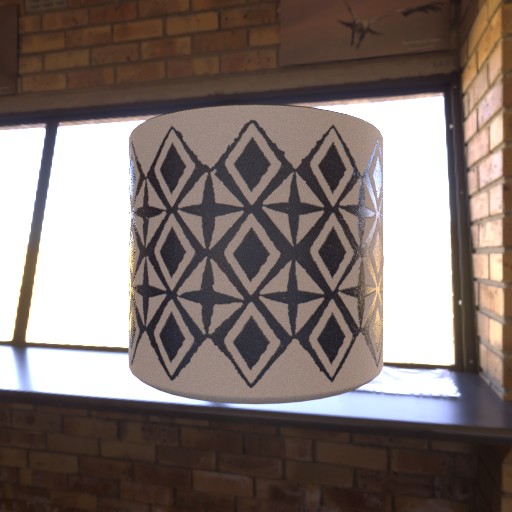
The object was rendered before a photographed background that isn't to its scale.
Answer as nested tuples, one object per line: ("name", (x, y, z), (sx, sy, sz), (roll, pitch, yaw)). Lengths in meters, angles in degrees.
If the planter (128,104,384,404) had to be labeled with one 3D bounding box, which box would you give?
("planter", (0.000, 0.000, 0.327), (0.182, 0.165, 0.182), (0, 0, 0))
